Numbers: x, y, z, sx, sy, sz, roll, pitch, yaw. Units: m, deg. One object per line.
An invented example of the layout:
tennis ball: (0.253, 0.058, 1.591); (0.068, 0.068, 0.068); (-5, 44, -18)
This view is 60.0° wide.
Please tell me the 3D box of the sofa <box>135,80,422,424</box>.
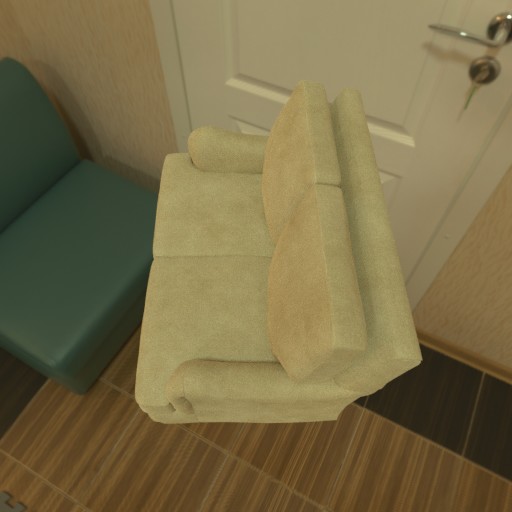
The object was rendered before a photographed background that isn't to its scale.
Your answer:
sofa: (0.000, 0.000, 2.223); (1.086, 1.087, 1.498); (-1, 57, -1)
